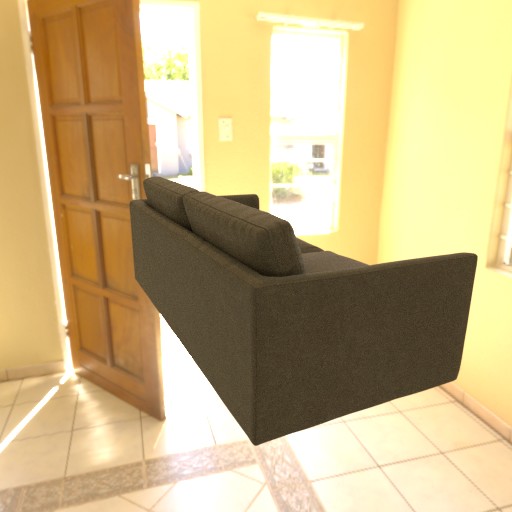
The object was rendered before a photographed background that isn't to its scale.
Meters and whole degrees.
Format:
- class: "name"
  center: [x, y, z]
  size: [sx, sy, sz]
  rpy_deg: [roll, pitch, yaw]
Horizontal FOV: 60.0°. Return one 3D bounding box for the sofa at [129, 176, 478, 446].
- class: "sofa"
  center: [0.000, 0.000, 2.720]
  size: [1.092, 0.838, 2.257]
  rpy_deg: [-7, 17, -25]
